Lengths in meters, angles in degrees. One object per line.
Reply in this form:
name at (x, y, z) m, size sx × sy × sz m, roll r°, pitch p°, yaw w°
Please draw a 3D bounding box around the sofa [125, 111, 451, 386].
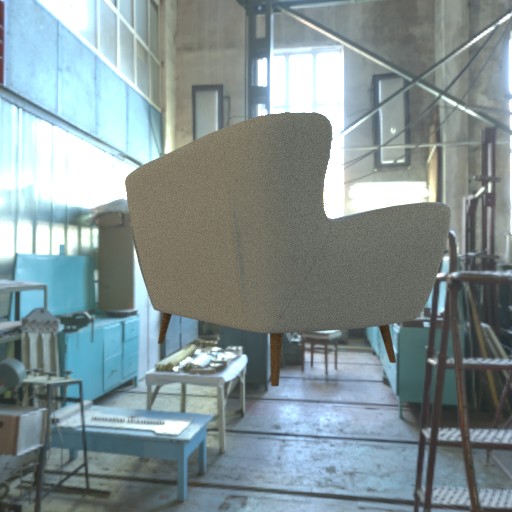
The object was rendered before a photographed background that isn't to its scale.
sofa at (0.000, 0.000, 2.020) m, size 0.921 × 0.878 × 1.424 m, roll 1°, pitch -1°, yaw -36°
